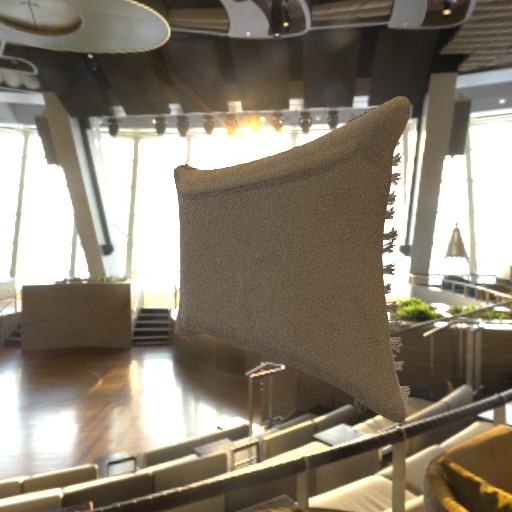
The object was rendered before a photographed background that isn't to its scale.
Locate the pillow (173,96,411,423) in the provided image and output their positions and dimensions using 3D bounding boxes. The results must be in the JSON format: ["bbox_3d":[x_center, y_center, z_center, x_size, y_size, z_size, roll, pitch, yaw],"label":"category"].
[{"bbox_3d":[0.000,0.000,0.587,0.084,0.305,0.466,-1,2,-36],"label":"pillow"}]
